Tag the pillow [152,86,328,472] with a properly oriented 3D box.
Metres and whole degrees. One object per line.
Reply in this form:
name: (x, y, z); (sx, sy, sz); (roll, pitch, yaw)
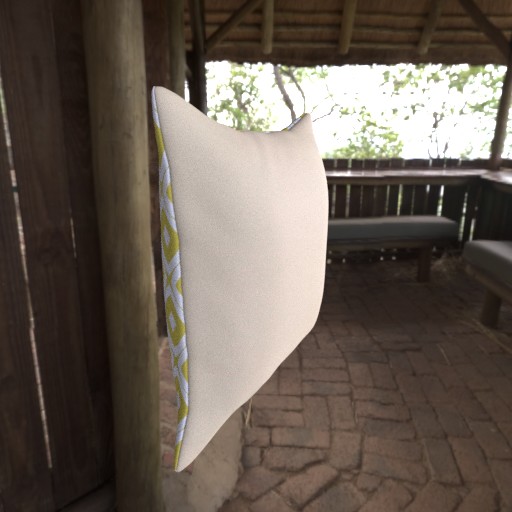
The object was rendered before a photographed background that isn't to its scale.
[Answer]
pillow: (0.000, 0.000, 0.754); (0.188, 0.494, 0.504); (7, 16, 25)
